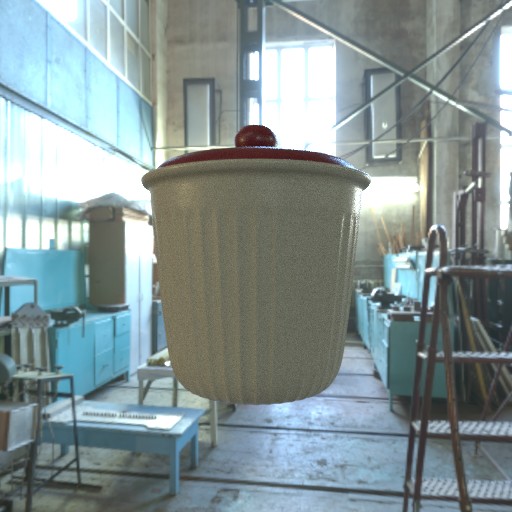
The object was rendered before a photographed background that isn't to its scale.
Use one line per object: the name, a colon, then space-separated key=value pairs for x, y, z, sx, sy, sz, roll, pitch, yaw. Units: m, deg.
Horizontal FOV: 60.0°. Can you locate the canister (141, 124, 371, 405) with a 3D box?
canister: x=0.000 y=0.000 z=0.359 sx=0.181 sy=0.211 sz=0.181 roll=0 pitch=0 yaw=0
